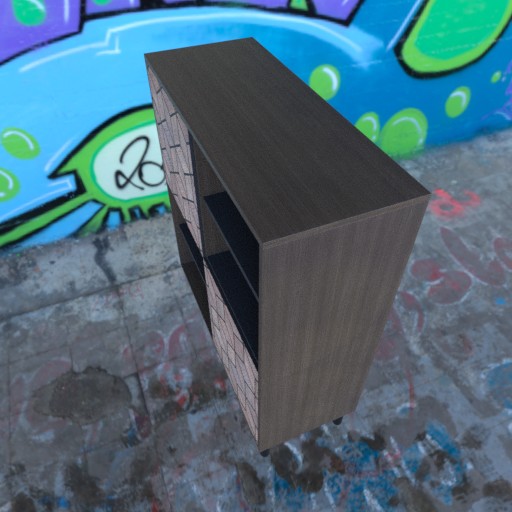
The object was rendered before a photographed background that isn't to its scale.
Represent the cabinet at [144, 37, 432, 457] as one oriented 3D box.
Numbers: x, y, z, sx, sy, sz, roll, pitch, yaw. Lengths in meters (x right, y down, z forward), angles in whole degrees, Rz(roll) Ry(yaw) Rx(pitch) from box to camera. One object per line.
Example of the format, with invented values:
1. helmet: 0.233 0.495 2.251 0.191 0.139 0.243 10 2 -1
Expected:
1. cabinet: 0.000 0.000 1.647 0.400 1.170 1.010 -17 48 -16
